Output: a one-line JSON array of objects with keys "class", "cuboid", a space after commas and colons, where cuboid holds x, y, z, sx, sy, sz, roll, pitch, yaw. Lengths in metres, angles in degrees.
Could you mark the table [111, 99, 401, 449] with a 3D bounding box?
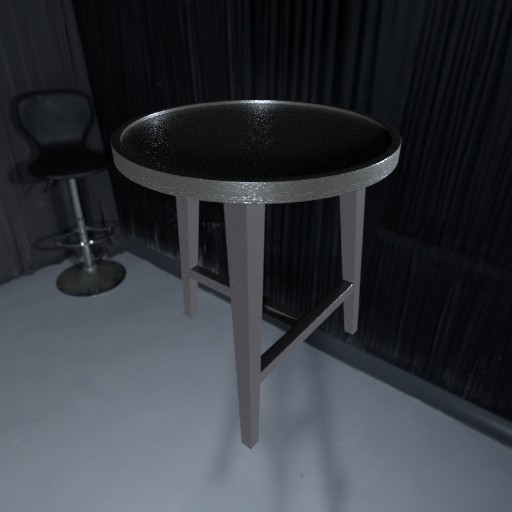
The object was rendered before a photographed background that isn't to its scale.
[{"class": "table", "cuboid": [0.000, 0.000, 0.929, 0.500, 0.531, 0.500, 0, 31, 0]}]
